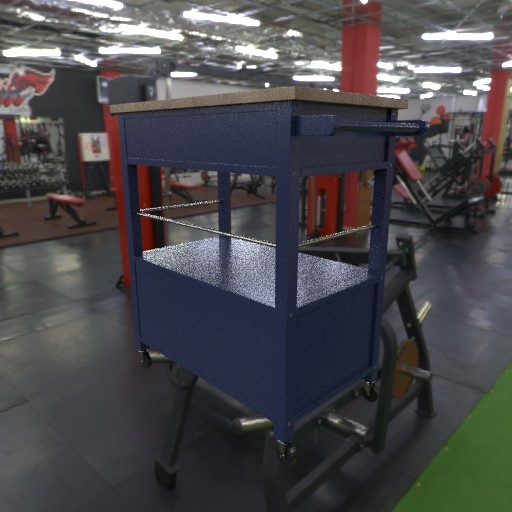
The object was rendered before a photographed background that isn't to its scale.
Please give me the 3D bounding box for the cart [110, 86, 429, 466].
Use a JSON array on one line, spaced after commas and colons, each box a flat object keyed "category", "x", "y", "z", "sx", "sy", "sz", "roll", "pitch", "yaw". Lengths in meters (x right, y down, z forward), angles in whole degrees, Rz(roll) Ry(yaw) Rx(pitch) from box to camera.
[{"category": "cart", "x": 0.000, "y": 0.000, "z": 1.368, "sx": 0.459, "sy": 0.901, "sz": 0.840, "roll": -14, "pitch": 21, "yaw": -42}]
